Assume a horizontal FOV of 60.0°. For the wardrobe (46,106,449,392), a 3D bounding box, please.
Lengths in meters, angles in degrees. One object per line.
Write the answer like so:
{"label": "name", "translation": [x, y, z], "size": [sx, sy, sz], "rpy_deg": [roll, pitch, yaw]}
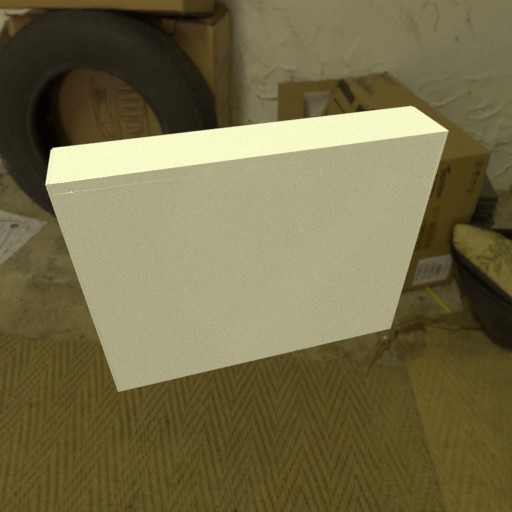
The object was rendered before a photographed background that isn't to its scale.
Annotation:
{"label": "wardrobe", "translation": [0.000, 0.000, 4.157], "size": [3.000, 2.360, 0.580], "rpy_deg": [-10, 41, -12]}
